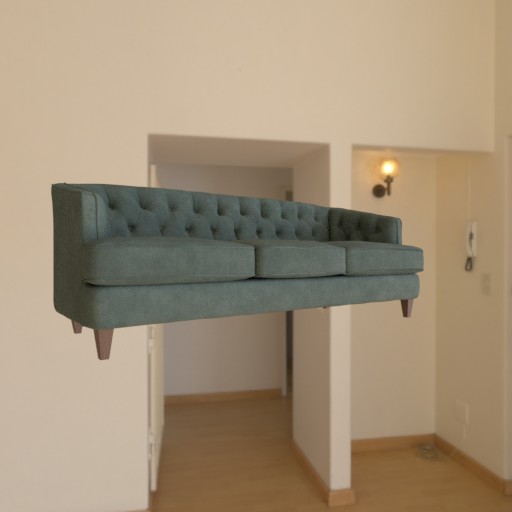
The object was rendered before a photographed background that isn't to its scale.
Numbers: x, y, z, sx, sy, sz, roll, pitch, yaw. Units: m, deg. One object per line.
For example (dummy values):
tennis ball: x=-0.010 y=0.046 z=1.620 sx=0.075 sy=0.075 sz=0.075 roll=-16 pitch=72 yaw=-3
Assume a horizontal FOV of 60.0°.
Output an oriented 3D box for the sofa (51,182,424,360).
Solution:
sofa: x=0.000 y=0.000 z=2.755 sx=2.278 sy=0.855 sz=0.941 roll=0 pitch=0 yaw=-37
